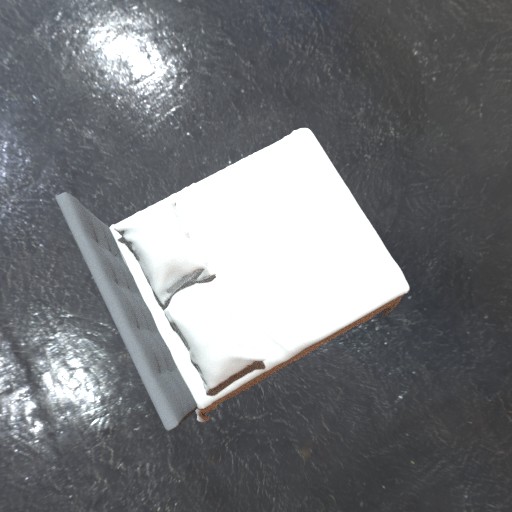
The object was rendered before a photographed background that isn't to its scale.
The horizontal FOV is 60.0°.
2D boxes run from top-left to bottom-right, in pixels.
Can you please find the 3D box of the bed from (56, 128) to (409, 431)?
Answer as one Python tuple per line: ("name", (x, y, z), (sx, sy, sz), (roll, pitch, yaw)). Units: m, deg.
("bed", (0.000, 0.000, 3.541), (2.222, 1.577, 1.936), (-28, 79, -6))
